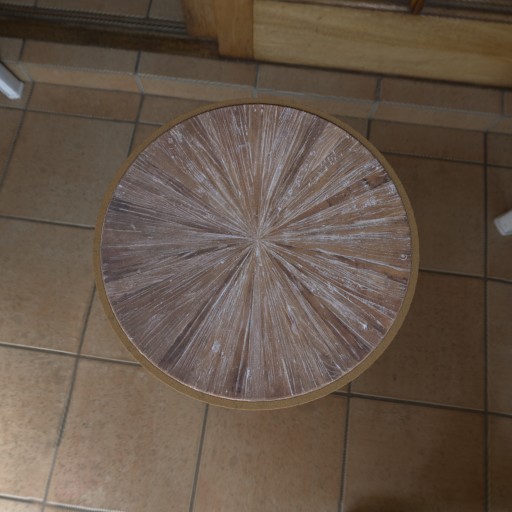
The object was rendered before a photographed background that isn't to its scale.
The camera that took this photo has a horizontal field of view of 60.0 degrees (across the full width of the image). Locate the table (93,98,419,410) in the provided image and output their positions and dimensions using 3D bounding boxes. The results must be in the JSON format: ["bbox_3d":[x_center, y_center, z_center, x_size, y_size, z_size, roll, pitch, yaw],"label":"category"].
[{"bbox_3d":[0.000,0.000,1.554,1.001,0.409,1.001,0,74,0],"label":"table"}]
